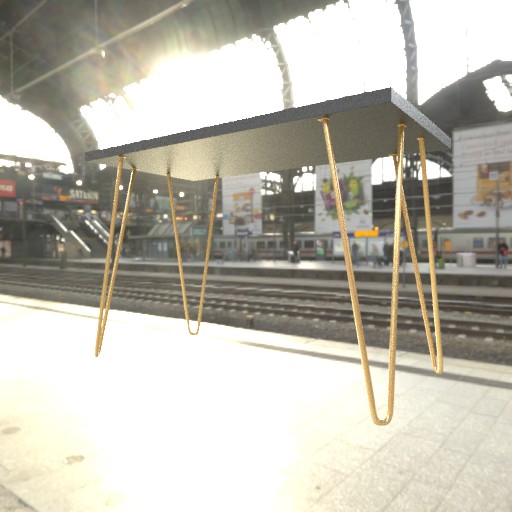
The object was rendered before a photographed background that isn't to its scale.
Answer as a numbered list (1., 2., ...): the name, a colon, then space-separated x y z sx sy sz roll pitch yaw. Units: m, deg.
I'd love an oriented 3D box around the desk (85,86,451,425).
1. desk: 0.000 0.000 1.337 0.991 0.660 0.499 1 1 36
